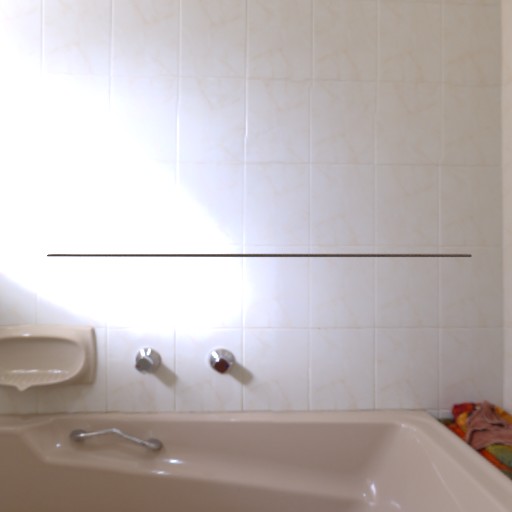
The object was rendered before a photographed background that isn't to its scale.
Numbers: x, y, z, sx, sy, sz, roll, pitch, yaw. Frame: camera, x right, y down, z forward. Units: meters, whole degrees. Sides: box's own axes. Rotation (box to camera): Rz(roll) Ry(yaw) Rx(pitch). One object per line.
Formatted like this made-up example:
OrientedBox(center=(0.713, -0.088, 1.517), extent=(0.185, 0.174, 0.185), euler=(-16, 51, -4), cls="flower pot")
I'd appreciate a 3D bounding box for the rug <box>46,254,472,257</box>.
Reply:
OrientedBox(center=(0.000, 0.000, 2.785), extent=(1.600, 0.013, 2.260), euler=(0, 0, -1), cls="rug")
